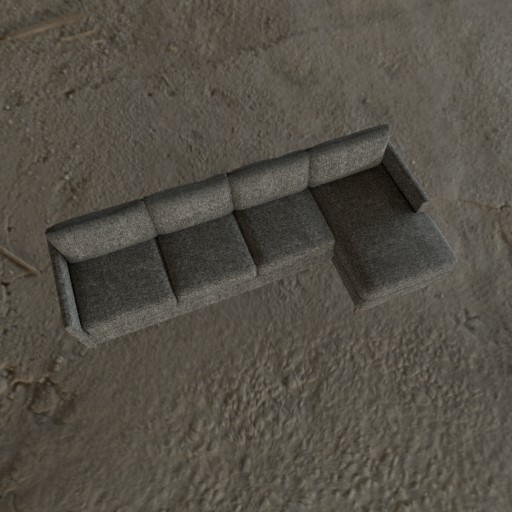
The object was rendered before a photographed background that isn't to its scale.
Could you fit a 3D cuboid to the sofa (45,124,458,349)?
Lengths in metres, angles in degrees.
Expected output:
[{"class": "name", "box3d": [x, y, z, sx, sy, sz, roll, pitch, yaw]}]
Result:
[{"class": "sofa", "box3d": [0.000, 0.000, 4.060, 3.384, 0.970, 1.488, -19, 64, -10]}]
